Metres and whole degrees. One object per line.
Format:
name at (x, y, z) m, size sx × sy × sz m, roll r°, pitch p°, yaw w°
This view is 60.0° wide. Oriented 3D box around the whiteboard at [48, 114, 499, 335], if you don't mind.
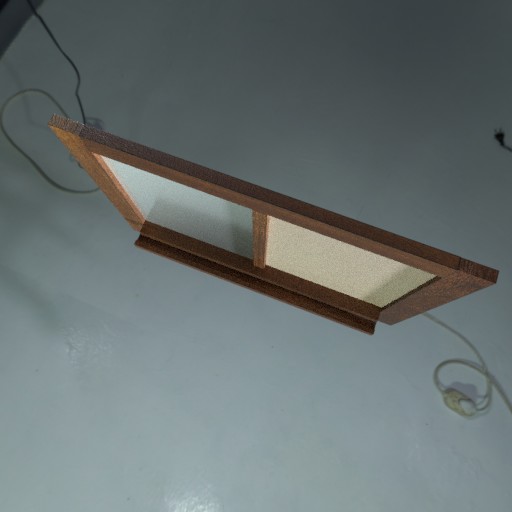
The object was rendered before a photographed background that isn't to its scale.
whiteboard at (0.000, 0.000, 0.989) m, size 0.783 × 0.559 × 0.083 m, roll 20°, pitch 75°, yaw 5°
